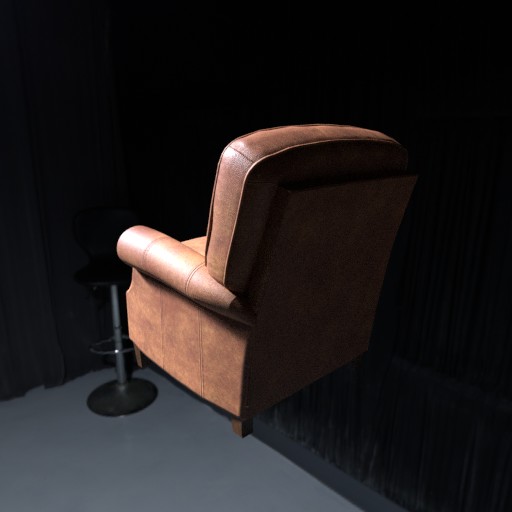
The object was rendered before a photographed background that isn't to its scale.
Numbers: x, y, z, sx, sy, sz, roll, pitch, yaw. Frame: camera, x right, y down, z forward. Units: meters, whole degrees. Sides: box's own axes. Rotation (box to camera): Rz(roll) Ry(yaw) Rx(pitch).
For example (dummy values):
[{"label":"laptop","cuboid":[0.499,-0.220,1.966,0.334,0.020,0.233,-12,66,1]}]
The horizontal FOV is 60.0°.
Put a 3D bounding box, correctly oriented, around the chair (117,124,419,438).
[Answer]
[{"label":"chair","cuboid":[0.000,0.000,1.798,0.936,1.018,0.986,-14,21,-41]}]
